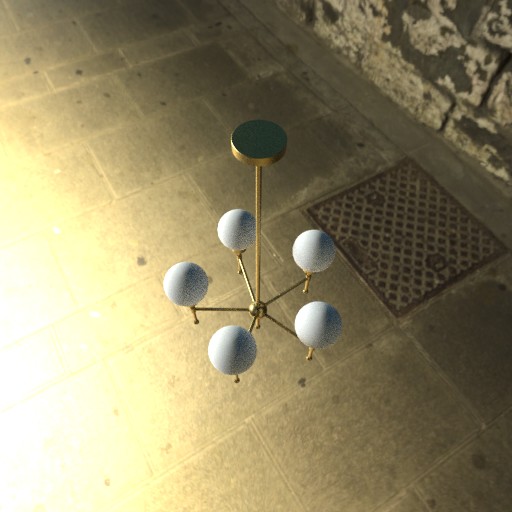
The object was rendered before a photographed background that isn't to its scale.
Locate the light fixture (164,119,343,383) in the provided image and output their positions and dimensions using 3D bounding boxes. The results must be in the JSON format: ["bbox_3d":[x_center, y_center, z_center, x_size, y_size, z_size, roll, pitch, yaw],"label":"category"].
[{"bbox_3d":[0.000,0.000,1.846,0.815,1.331,0.785,-14,58,-9],"label":"light fixture"}]
